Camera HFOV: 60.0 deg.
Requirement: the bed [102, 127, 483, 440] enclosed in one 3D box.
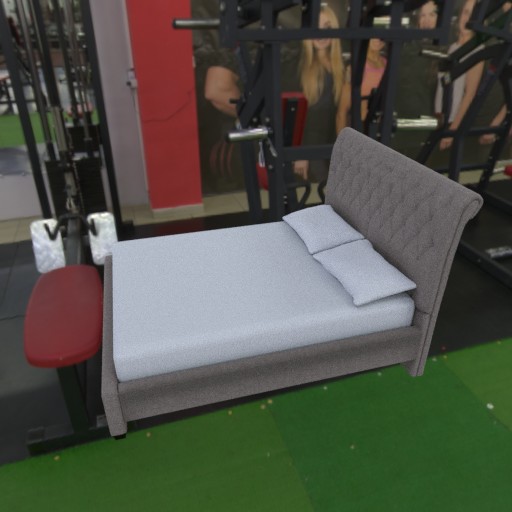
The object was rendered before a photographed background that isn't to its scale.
[{"bbox_3d":[0.000,0.000,3.269,2.252,1.371,1.645,-8,31,-14],"label":"bed"}]
